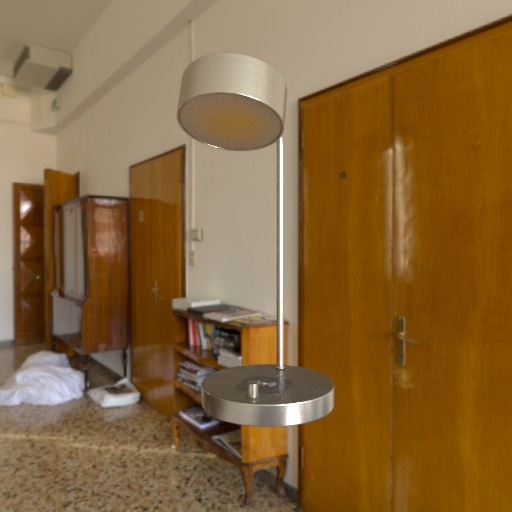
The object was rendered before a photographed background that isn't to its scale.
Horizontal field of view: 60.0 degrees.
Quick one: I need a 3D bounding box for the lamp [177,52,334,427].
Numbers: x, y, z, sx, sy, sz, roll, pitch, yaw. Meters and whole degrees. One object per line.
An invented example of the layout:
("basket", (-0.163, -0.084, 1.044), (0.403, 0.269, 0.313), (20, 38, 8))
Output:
("lamp", (0.000, 0.000, 0.650), (0.211, 0.469, 0.334), (0, 1, 18))
